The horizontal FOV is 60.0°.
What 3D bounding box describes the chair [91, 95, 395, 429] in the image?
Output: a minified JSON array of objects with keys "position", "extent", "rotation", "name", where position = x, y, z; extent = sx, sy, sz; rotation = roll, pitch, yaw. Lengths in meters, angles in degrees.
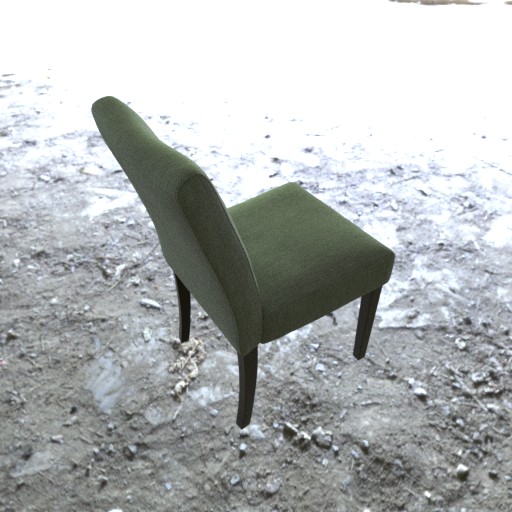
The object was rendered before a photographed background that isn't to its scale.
[{"position":[0.000,0.000,1.244],"extent":[0.629,0.884,0.487],"rotation":[-23,45,-25],"name":"chair"}]
